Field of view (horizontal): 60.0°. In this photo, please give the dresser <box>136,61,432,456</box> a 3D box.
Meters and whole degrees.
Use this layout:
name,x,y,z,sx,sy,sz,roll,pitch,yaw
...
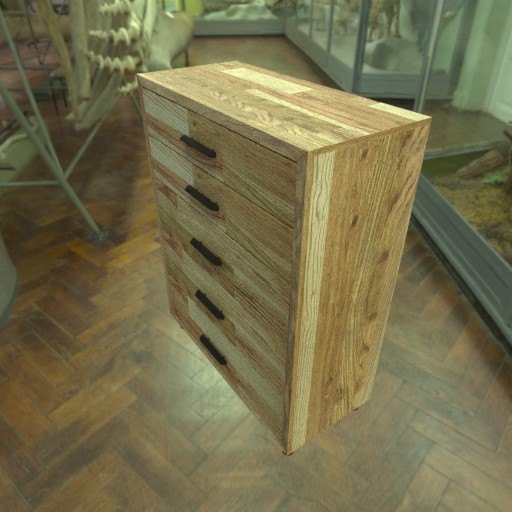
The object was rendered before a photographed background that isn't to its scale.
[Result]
name,x,y,z,sx,sy,sz,roll,pitch,yaw
dresser,0.000,0.000,1.751,0.480,1.243,0.966,-22,39,-29
